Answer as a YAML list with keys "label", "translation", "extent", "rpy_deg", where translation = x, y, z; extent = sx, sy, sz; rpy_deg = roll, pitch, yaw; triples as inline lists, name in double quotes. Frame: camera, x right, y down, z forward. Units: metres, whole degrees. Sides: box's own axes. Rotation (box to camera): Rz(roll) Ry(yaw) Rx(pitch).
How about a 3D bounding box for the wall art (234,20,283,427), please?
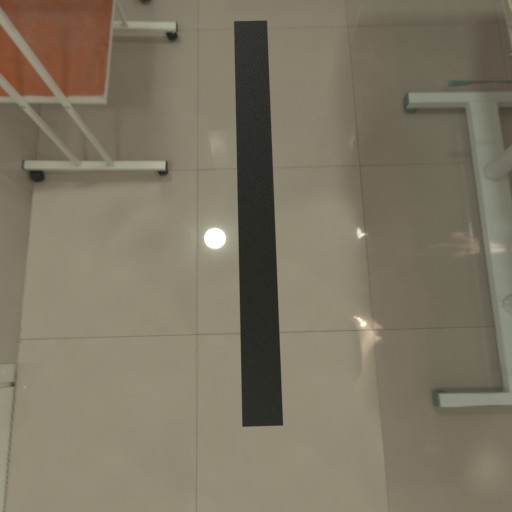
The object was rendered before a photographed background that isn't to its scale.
- label: "wall art"
  translation: [0.000, 0.000, 0.532]
  extent: [0.029, 0.381, 0.330]
  rpy_deg: [-2, 77, 0]
